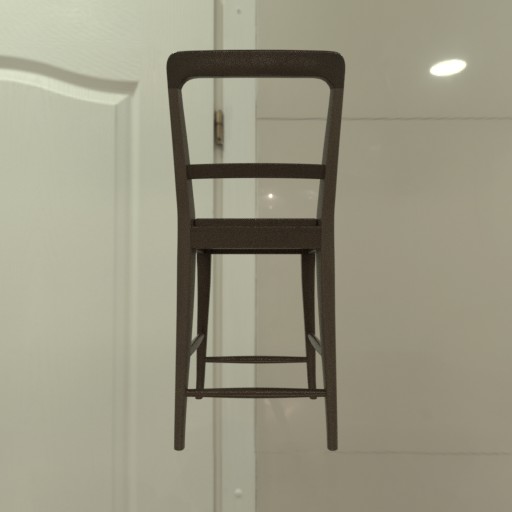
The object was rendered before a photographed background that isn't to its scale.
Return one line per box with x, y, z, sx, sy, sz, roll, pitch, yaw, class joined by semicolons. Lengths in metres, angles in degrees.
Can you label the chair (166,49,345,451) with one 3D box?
0.000;0.000;1.317;0.450;0.991;0.546;0;-2;0;chair
